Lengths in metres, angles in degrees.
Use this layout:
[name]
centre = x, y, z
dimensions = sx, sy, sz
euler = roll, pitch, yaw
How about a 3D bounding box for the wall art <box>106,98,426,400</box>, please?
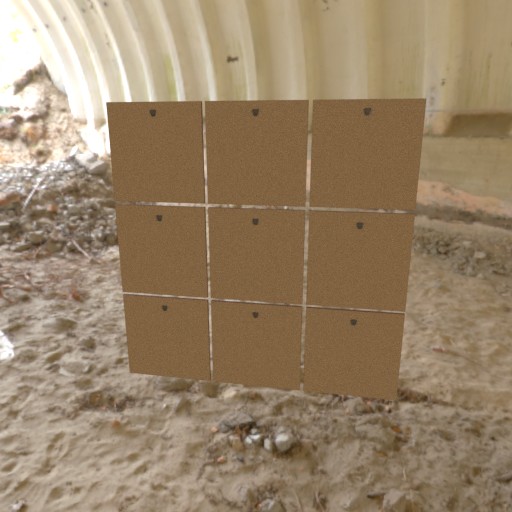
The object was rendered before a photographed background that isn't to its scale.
[wall art]
centre = 0.000, 0.000, 1.836
dimensions = 1.221, 1.218, 0.019
euler = 3, 16, 10
